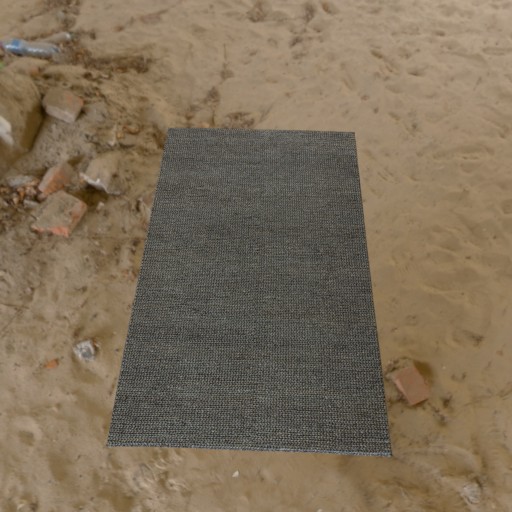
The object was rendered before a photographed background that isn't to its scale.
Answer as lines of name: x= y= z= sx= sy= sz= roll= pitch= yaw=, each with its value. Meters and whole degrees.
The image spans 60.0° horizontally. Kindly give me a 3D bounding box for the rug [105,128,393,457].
rug: x=0.000 y=0.000 z=2.999 sx=1.538 sy=0.021 sz=2.443 roll=2 pitch=59 yaw=1
